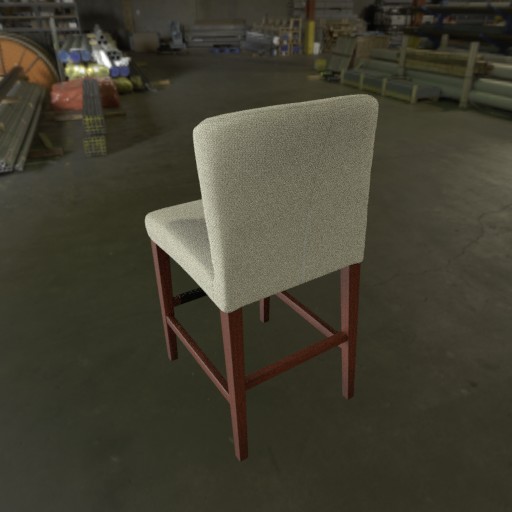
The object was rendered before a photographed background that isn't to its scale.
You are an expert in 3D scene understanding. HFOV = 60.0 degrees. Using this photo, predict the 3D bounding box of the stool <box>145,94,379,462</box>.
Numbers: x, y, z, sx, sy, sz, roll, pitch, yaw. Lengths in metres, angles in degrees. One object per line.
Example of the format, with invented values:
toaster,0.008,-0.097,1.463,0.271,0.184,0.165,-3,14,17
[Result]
stool,0.000,0.000,1.312,0.481,0.969,0.568,-18,34,-29
